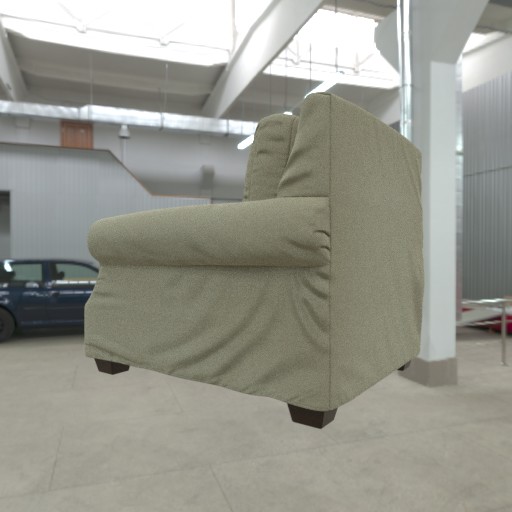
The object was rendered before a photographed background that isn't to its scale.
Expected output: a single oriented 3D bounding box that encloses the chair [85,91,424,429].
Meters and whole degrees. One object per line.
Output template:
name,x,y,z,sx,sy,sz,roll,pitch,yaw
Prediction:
chair,0.000,0.000,1.689,1.066,0.866,0.940,0,1,36
